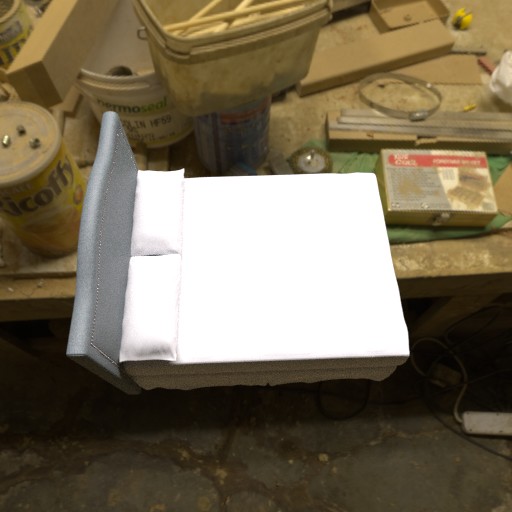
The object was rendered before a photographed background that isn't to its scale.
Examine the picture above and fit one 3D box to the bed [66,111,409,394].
[{"bbox_3d":[0.000,0.000,3.345,2.143,1.460,1.753,-2,64,-1],"label":"bed"}]
